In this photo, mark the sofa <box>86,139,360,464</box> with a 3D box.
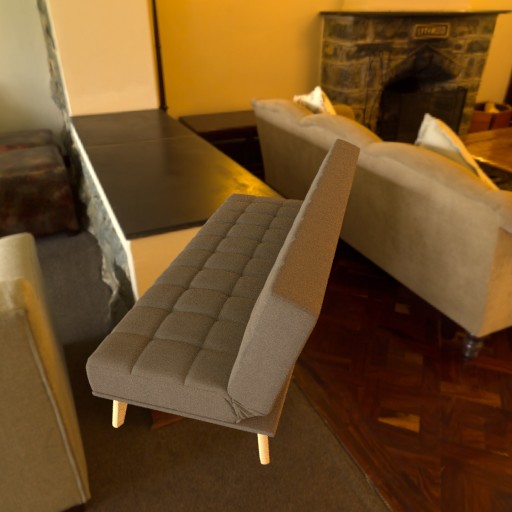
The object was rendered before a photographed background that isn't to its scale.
[{"bbox_3d":[0.000,0.000,2.281,0.860,0.810,1.800,8,31,13],"label":"sofa"}]
